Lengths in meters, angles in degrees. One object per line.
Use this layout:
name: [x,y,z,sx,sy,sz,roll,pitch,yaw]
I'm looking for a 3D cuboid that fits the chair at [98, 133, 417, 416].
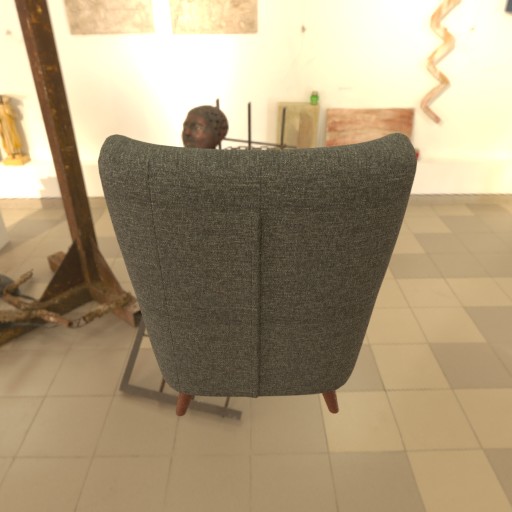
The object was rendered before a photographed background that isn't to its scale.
chair: [0.000,0.000,1.706,0.878,1.063,0.904,-1,31,-1]
